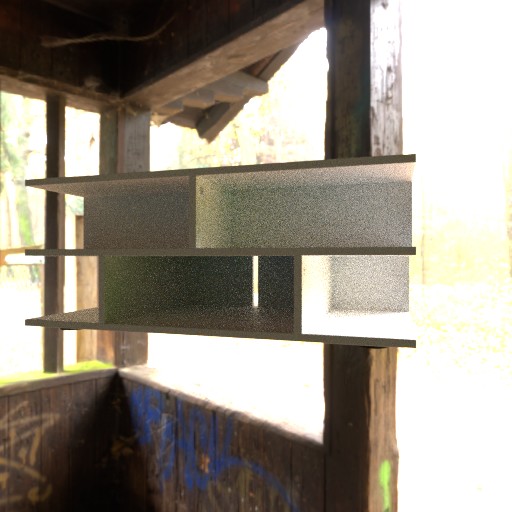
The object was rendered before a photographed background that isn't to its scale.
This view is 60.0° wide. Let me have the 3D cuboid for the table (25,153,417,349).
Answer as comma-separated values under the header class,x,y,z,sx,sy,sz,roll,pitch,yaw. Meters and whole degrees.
class,x,y,z,sx,sy,sz,roll,pitch,yaw
table,0.000,0.000,1.070,0.700,0.289,0.700,0,0,18
